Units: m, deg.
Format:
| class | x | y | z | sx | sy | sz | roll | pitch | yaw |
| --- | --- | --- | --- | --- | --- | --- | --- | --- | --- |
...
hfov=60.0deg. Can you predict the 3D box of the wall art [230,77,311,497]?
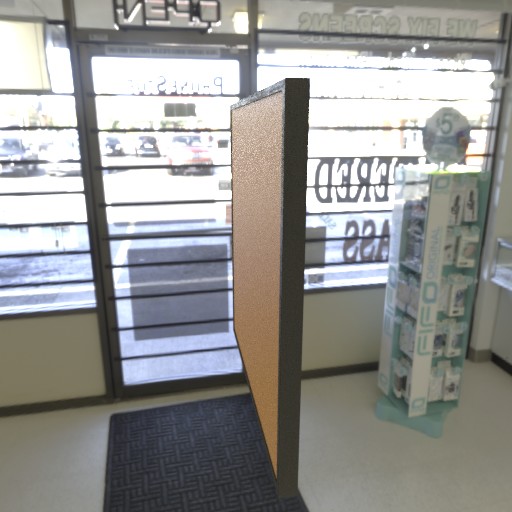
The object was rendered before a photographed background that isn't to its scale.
| class | x | y | z | sx | sy | sz | roll | pitch | yaw |
| --- | --- | --- | --- | --- | --- | --- | --- | --- | --- |
| wall art | 0.000 | 0.000 | 1.122 | 0.039 | 0.763 | 0.763 | -3 | 16 | -9 |
